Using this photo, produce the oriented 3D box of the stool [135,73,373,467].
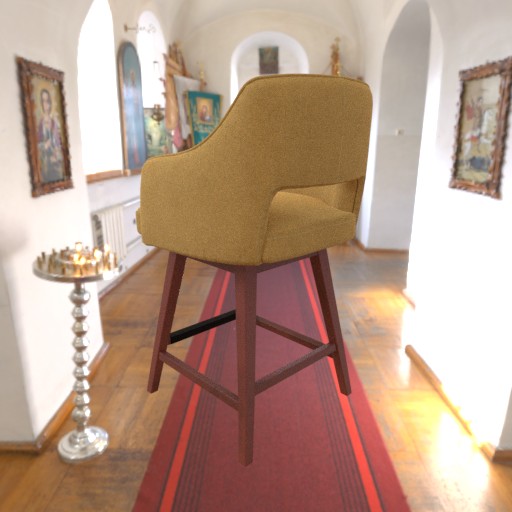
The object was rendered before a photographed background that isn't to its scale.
[{"bbox_3d":[0.000,0.000,1.273,0.548,0.924,0.558,-15,22,-42],"label":"stool"}]
